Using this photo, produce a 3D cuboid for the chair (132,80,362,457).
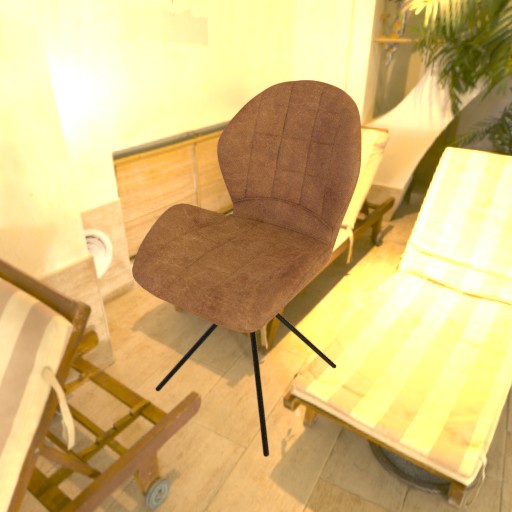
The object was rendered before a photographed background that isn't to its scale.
[{"bbox_3d":[0.000,0.000,1.332,0.527,0.929,0.640,19,34,30],"label":"chair"}]
